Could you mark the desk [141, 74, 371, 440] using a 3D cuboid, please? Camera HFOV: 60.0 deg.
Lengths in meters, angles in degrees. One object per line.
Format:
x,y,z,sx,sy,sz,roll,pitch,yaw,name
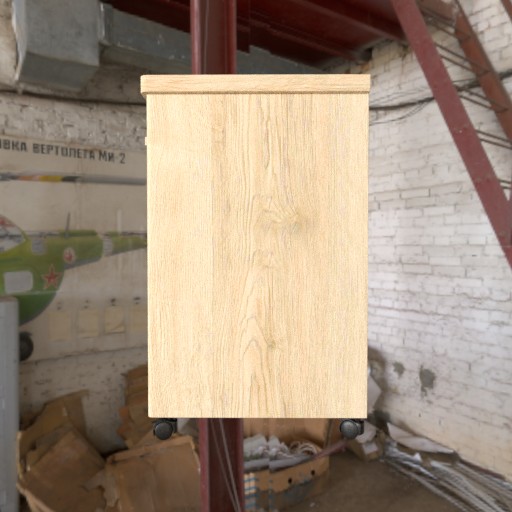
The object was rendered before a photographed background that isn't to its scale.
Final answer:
0.000,0.000,1.366,0.480,0.770,0.885,0,1,0,desk
